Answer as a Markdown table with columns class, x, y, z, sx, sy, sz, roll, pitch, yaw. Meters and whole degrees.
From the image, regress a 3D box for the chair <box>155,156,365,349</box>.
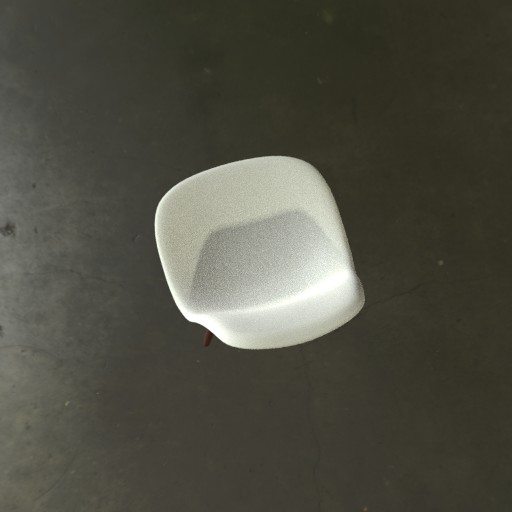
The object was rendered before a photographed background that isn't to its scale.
| class | x | y | z | sx | sy | sz | roll | pitch | yaw |
| --- | --- | --- | --- | --- | --- | --- | --- | --- | --- |
| chair | 0.000 | 0.000 | 1.154 | 0.470 | 0.826 | 0.533 | -16 | 75 | -4 |
